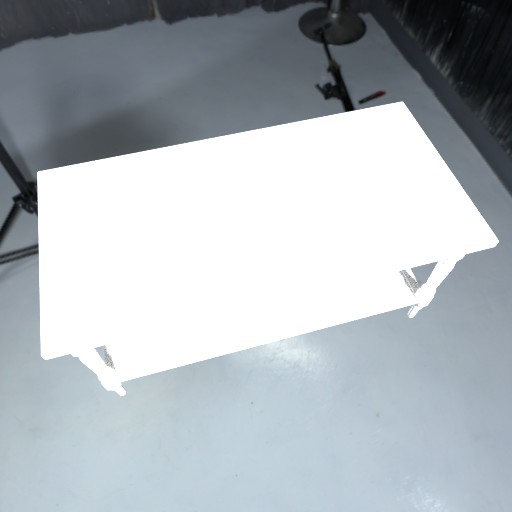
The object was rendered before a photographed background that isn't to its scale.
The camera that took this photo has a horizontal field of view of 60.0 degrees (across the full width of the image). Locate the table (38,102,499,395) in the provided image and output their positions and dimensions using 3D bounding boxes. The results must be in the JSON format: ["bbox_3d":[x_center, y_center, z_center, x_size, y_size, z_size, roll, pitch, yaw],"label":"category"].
[{"bbox_3d":[0.000,0.000,1.381,1.107,0.510,0.550,-13,59,-8],"label":"table"}]
